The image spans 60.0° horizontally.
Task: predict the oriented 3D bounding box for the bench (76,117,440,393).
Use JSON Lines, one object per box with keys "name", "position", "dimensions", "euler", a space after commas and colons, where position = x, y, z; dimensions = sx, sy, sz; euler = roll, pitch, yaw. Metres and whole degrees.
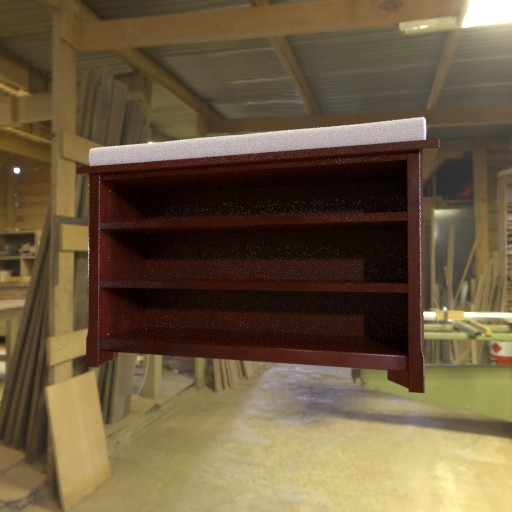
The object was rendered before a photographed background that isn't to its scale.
{"name": "bench", "position": [0.000, 0.000, 1.324], "dimensions": [0.987, 0.646, 0.369], "euler": [0, -1, 17]}
